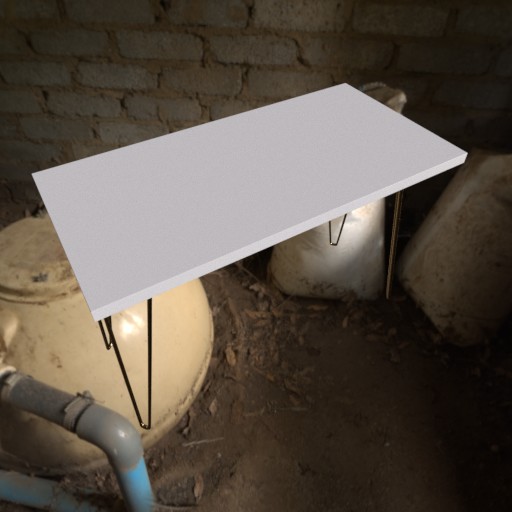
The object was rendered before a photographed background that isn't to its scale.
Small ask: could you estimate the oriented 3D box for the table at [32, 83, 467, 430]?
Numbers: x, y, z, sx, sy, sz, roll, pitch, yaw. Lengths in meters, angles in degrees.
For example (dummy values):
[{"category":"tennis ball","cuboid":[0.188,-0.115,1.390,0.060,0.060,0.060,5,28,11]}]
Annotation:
[{"category":"table","cuboid":[0.000,0.000,1.352,0.991,0.660,0.498,-23,50,-22]}]
